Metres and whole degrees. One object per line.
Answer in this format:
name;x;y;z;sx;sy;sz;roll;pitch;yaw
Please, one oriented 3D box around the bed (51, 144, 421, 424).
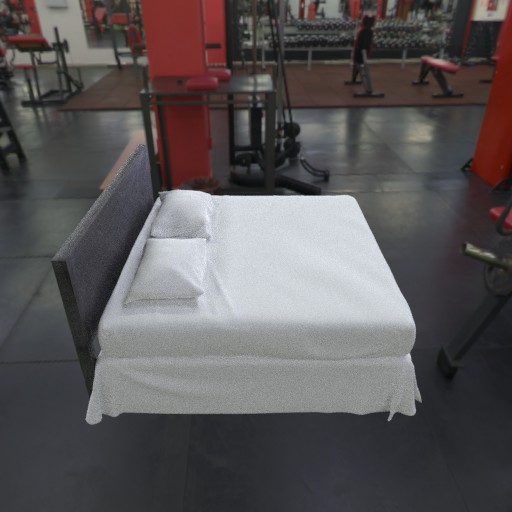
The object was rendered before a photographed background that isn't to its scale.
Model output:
bed;0.000;0.000;3.458;2.165;1.158;2.255;0;31;0
